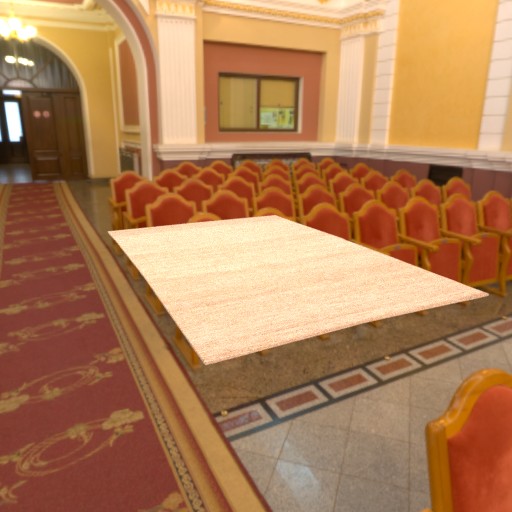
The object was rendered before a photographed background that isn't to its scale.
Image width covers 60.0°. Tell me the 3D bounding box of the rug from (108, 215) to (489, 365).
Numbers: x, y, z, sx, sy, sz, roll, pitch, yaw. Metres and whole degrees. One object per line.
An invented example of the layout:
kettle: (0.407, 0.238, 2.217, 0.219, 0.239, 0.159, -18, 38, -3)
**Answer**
rug: (0.000, 0.000, 2.975, 1.574, 0.029, 2.346, -8, 18, -25)
